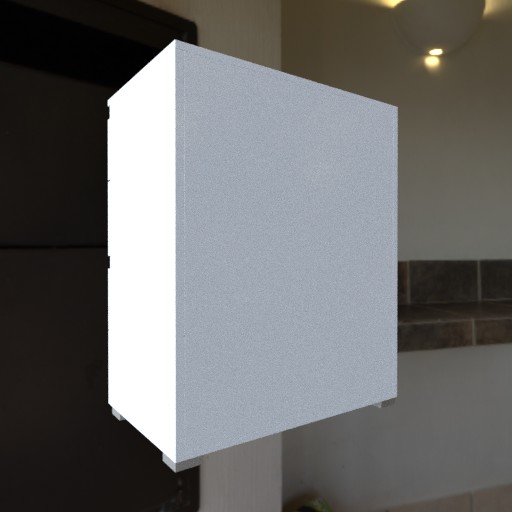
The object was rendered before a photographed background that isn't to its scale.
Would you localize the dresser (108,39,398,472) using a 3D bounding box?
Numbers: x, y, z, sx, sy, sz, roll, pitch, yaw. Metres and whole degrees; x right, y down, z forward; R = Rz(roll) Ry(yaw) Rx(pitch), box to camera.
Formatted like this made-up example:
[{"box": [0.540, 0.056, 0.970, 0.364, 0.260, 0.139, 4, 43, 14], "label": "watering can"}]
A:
[{"box": [0.000, 0.000, 1.167, 0.650, 0.800, 0.400, 0, 1, -35], "label": "dresser"}]
